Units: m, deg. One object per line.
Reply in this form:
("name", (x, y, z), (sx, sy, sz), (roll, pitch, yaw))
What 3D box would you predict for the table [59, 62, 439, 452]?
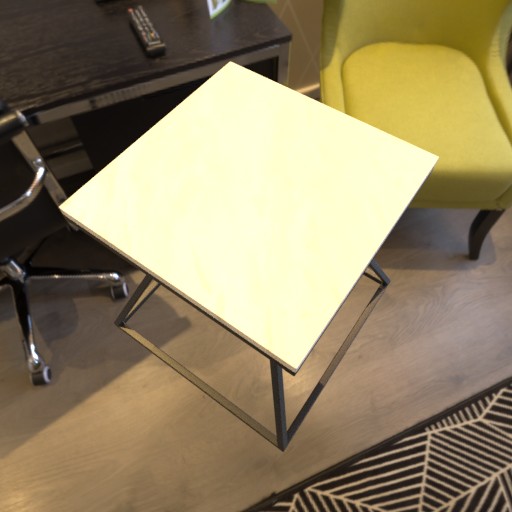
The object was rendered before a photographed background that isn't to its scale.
("table", (0.000, 0.000, 0.843), (0.455, 0.431, 0.455), (31, 64, 17))
